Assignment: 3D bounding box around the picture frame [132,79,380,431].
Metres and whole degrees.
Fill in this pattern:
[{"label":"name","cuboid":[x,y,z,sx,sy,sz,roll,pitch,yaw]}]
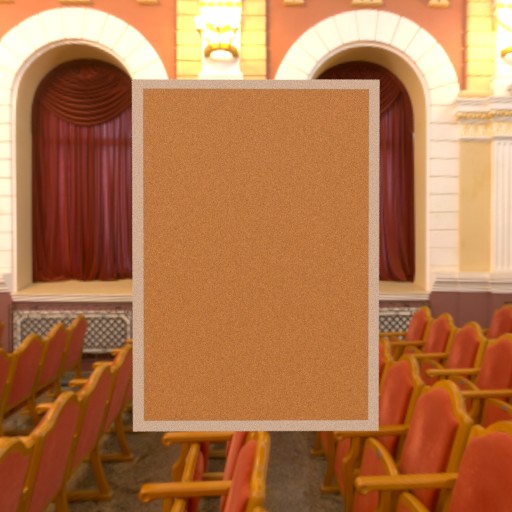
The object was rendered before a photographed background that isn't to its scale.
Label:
[{"label":"picture frame","cuboid":[0.000,0.000,1.191,0.659,0.940,0.013,0,1,0]}]
